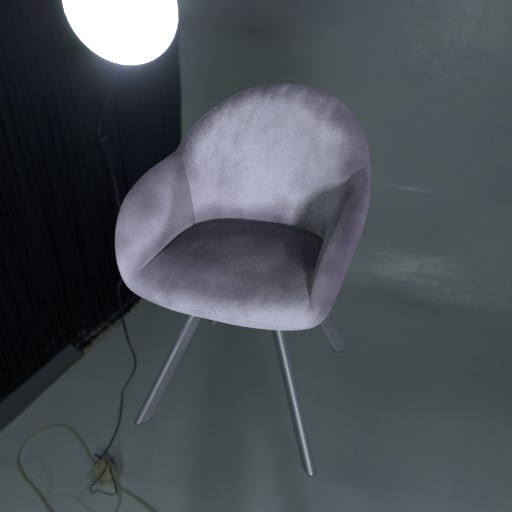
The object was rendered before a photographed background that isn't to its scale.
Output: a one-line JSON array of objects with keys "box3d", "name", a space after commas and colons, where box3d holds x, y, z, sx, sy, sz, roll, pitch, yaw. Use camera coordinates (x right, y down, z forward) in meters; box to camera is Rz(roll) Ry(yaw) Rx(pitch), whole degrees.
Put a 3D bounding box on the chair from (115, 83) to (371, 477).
[{"box3d": [0.000, 0.000, 1.168, 0.550, 0.795, 0.590, 9, 29, 17], "name": "chair"}]
